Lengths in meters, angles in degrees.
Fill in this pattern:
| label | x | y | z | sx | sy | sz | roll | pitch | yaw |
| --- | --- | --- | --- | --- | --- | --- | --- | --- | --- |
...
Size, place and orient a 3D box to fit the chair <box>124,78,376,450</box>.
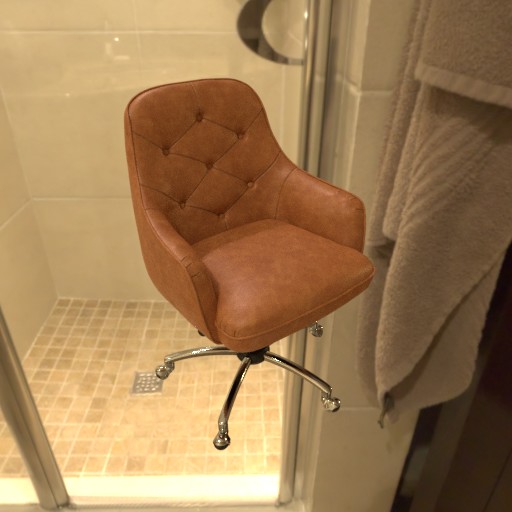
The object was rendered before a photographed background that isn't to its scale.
| label | x | y | z | sx | sy | sz | roll | pitch | yaw |
| --- | --- | --- | --- | --- | --- | --- | --- | --- | --- |
| chair | 0.000 | 0.000 | 1.308 | 0.628 | 0.909 | 0.615 | -22 | 37 | -32 |
